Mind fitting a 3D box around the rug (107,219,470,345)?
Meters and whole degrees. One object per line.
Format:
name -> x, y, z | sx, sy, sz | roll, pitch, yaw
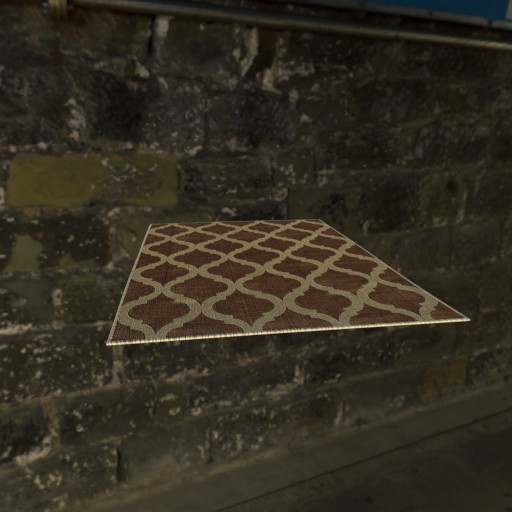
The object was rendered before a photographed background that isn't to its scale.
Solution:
rug -> 0.000, 0.000, 2.881 | 1.522, 0.008, 2.284 | -2, 16, -8
